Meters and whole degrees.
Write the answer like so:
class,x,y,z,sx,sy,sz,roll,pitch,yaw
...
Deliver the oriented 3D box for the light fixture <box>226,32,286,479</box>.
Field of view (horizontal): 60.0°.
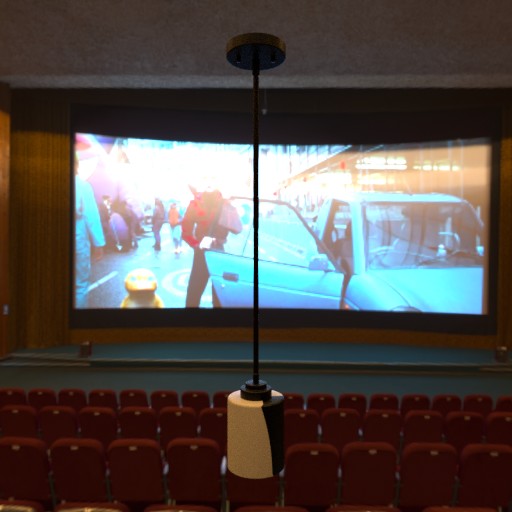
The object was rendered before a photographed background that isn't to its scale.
class,x,y,z,sx,sy,sz,roll,pitch,yaw
light fixture,0.000,0.000,0.917,0.123,0.863,0.123,0,0,1
